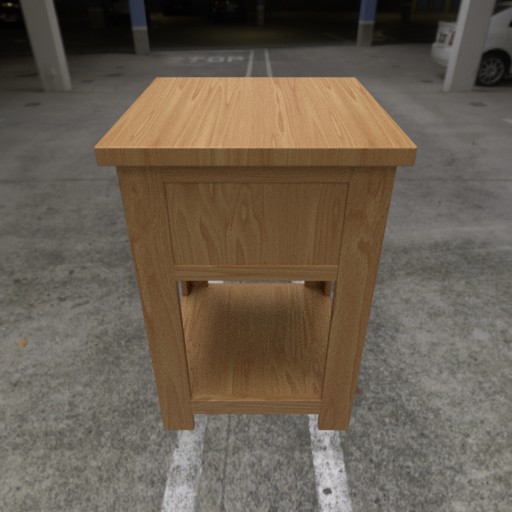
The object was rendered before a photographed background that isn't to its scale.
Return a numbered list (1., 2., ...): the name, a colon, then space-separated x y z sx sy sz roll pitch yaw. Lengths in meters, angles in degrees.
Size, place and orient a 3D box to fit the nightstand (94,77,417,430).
1. nightstand: 0.000 0.000 0.916 0.418 0.614 0.428 0 33 0
